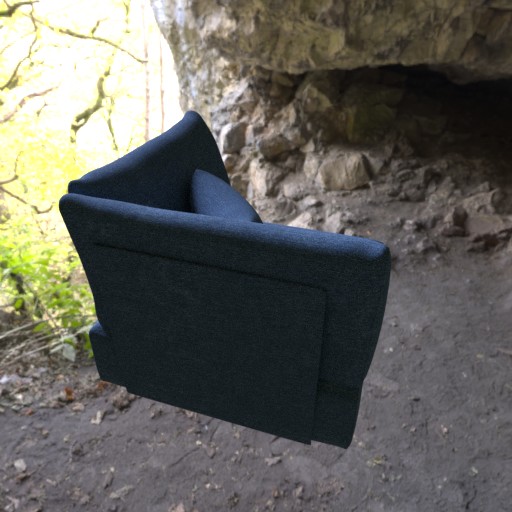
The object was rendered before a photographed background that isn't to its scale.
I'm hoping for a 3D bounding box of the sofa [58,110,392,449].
[{"bbox_3d":[0.000,0.000,1.742,1.000,0.820,1.000,10,35,15],"label":"sofa"}]
